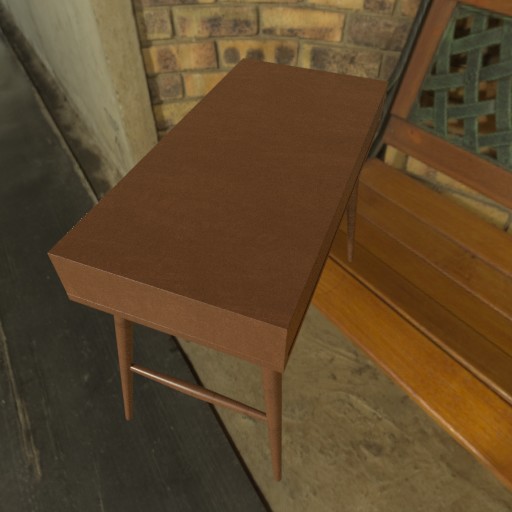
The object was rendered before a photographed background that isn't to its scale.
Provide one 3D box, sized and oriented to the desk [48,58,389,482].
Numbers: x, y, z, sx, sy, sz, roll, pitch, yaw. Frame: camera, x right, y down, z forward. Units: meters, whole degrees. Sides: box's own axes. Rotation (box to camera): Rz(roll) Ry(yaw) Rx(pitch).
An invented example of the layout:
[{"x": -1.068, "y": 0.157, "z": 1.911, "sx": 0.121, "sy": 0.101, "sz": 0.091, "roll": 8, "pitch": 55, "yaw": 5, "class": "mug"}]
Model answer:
[{"x": 0.000, "y": 0.000, "z": 1.343, "sx": 0.510, "sy": 0.758, "sz": 0.949, "roll": 16, "pitch": 48, "yaw": 15, "class": "desk"}]
